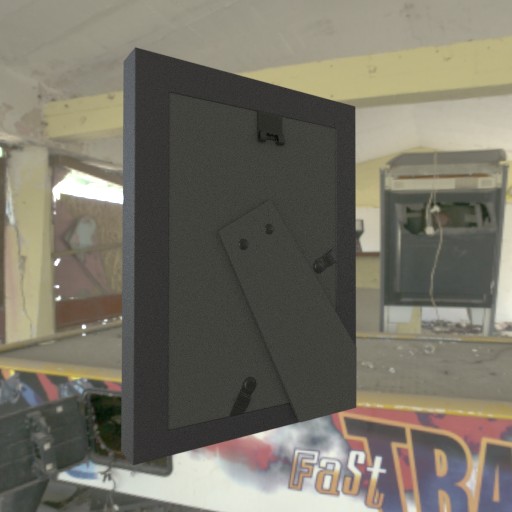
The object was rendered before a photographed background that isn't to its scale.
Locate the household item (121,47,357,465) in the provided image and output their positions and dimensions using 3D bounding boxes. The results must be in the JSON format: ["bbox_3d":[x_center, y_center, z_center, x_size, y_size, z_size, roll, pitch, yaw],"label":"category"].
[{"bbox_3d":[0.000,0.000,0.230,0.133,0.178,0.022,0,-1,-34],"label":"household item"}]
